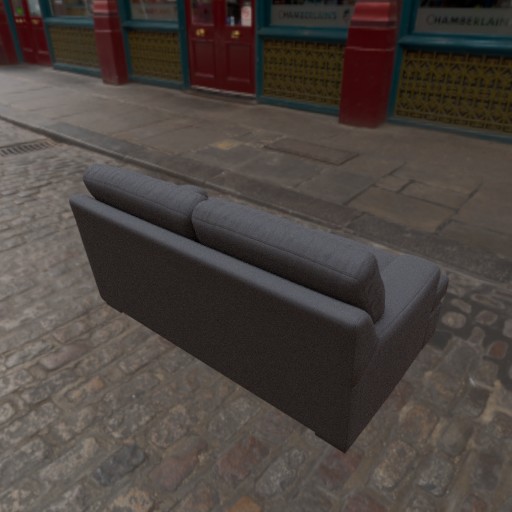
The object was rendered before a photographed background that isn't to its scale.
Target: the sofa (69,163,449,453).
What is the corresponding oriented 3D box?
[{"bbox_3d":[0.000,0.000,2.501,1.880,0.940,1.143,22,36,34],"label":"sofa"}]
